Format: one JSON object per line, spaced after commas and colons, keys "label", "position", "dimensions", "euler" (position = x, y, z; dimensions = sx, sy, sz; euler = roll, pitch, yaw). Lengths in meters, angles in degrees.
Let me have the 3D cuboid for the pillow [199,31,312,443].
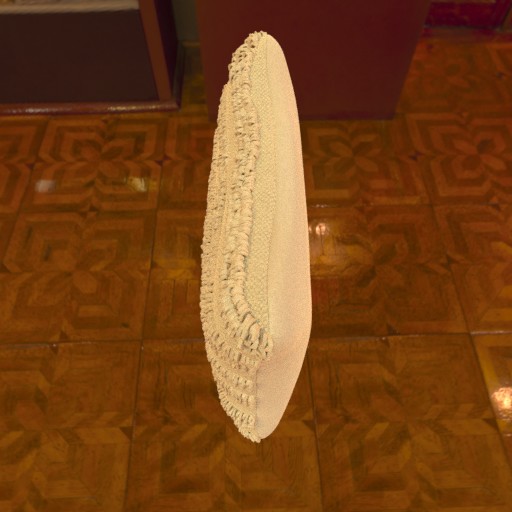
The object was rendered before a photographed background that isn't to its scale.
{"label": "pillow", "position": [0.000, 0.000, 0.630], "dimensions": [0.145, 0.427, 0.437], "euler": [0, 58, 0]}
